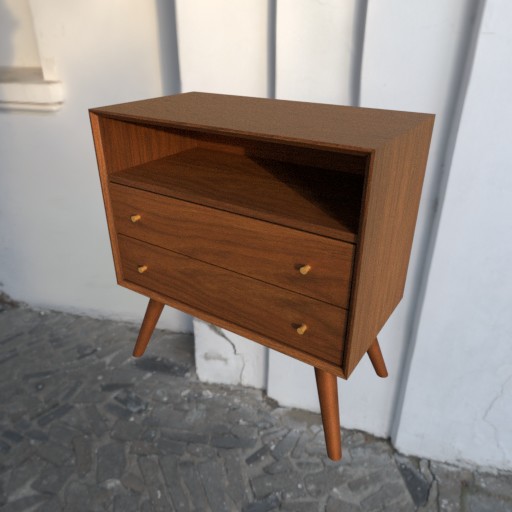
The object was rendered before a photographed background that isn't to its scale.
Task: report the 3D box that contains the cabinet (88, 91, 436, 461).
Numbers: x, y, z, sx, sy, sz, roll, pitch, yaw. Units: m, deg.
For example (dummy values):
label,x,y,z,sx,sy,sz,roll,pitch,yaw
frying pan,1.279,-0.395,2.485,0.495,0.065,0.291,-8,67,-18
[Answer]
label,x,y,z,sx,sy,sz,roll,pitch,yaw
cabinet,0.000,0.000,1.192,0.712,0.748,0.388,17,32,29
